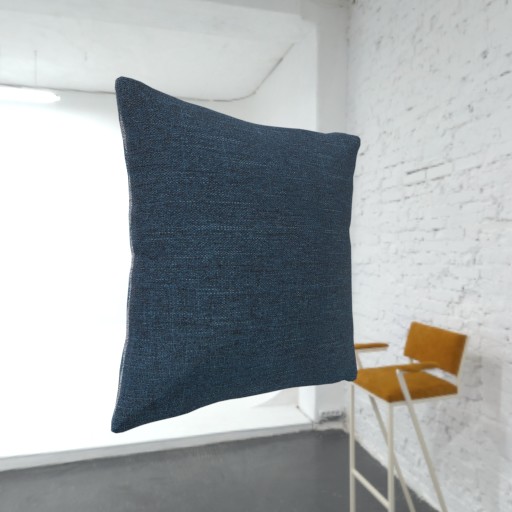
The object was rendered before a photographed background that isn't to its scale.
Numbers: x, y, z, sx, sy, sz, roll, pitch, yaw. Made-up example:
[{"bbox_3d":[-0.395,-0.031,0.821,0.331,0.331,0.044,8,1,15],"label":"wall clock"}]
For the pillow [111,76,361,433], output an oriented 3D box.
[{"bbox_3d":[0.000,0.000,0.665,0.435,0.435,0.159,0,0,-36],"label":"pillow"}]
